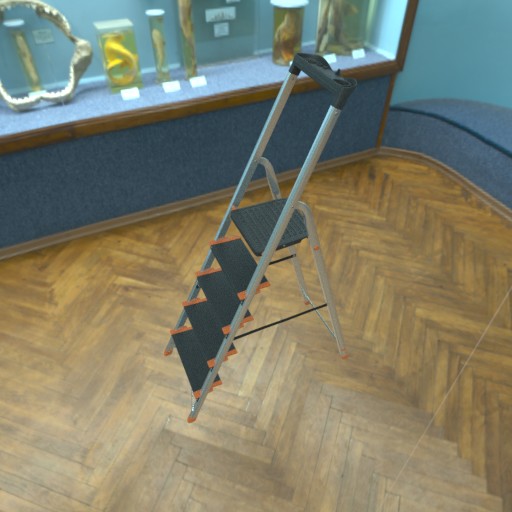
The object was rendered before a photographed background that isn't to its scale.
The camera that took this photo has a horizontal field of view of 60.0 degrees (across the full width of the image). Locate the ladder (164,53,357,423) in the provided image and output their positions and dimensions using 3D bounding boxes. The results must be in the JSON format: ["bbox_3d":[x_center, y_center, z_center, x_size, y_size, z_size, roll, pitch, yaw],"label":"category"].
[{"bbox_3d":[0.000,0.000,2.063,0.995,1.646,0.480,-17,47,-17],"label":"ladder"}]
